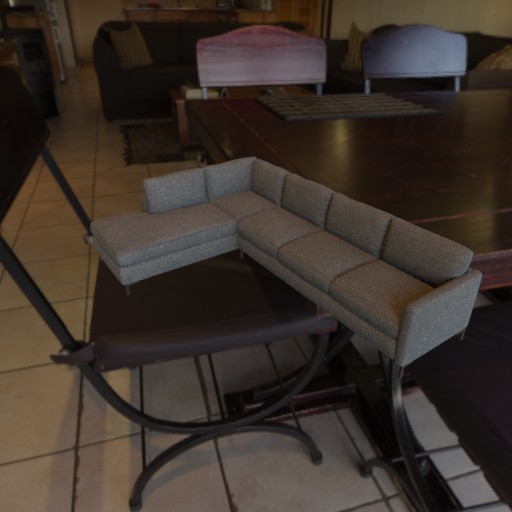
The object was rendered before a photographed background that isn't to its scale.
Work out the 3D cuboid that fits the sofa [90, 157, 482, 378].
[{"bbox_3d":[0.000,0.000,3.832,2.007,0.815,2.949,-19,35,-30],"label":"sofa"}]
